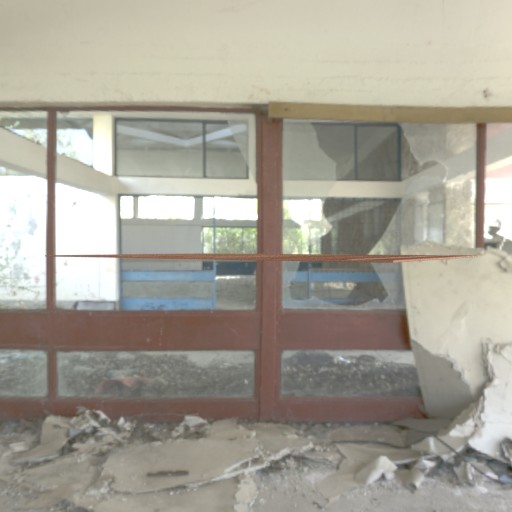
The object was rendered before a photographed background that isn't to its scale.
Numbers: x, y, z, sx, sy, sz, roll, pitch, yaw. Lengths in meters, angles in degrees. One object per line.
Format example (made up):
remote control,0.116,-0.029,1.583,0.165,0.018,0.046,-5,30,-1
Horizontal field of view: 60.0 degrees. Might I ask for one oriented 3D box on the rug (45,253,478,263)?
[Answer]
rug,0.000,0.000,2.237,1.828,0.007,1.217,1,1,36
